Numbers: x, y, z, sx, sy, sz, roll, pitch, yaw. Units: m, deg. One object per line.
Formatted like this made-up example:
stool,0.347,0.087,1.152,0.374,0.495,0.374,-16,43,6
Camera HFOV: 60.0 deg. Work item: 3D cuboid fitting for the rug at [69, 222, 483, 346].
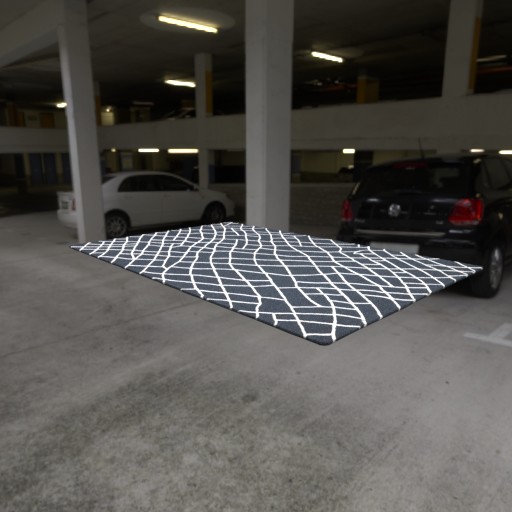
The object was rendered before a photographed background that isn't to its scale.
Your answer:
rug,0.000,0.000,2.309,1.223,0.013,1.830,-13,19,-43
